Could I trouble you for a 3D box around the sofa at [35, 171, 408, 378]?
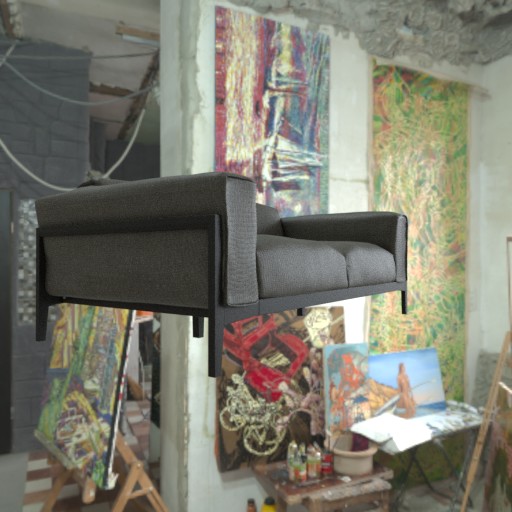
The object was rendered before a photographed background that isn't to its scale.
[{"bbox_3d":[0.000,0.000,2.118,0.960,0.656,1.690,0,0,36],"label":"sofa"}]
